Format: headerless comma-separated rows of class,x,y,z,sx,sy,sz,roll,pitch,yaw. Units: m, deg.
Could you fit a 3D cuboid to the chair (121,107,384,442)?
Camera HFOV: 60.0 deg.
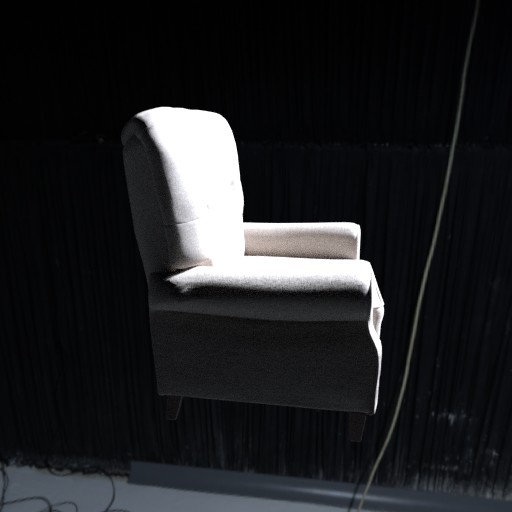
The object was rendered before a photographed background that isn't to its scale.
chair,0.000,0.000,1.903,1.025,1.209,0.942,3,17,9
